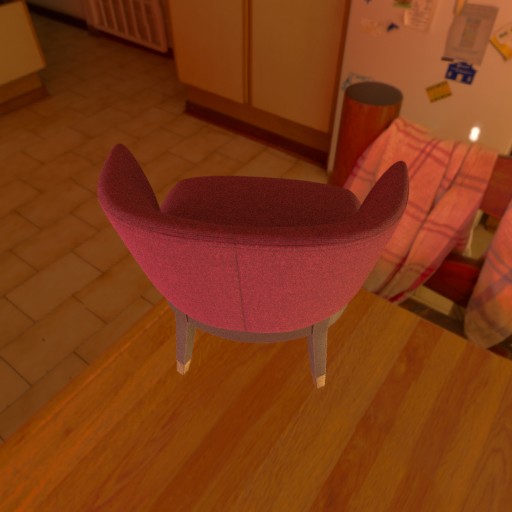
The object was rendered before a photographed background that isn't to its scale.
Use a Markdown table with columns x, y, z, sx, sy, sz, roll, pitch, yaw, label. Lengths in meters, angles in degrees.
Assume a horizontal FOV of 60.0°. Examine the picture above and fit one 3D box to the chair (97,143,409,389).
| x | y | z | sx | sy | sz | roll | pitch | yaw | label |
| --- | --- | --- | --- | --- | --- | --- | --- | --- | --- |
| 0.000 | 0.000 | 1.277 | 0.700 | 0.760 | 0.660 | 5 | 46 | 4 | chair |
